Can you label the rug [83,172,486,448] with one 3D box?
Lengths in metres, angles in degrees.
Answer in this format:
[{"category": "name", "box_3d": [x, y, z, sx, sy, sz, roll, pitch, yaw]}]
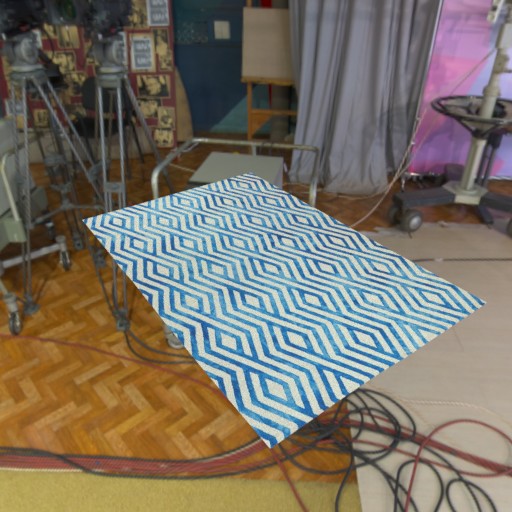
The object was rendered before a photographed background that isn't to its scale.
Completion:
[{"category": "rug", "box_3d": [0.000, 0.000, 2.304, 1.225, 0.008, 1.830, -22, 39, -29]}]
